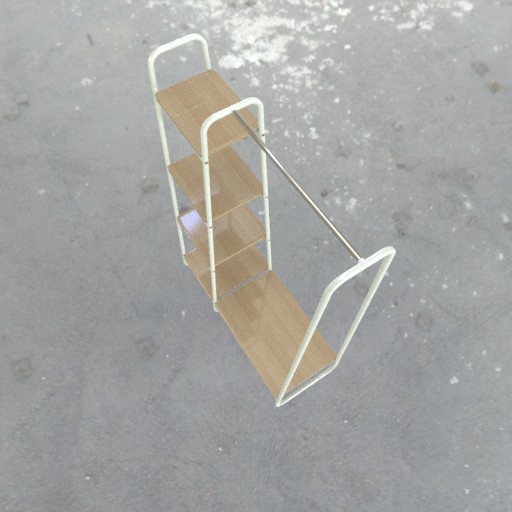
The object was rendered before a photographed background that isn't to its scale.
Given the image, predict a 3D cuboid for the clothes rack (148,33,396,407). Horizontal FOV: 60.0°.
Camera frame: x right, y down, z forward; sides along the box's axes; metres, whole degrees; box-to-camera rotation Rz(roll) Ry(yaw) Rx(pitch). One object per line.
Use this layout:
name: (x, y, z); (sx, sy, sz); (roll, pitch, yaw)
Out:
clothes rack: (0.000, 0.000, 1.948); (0.400, 1.500, 1.011); (-30, 66, -15)
